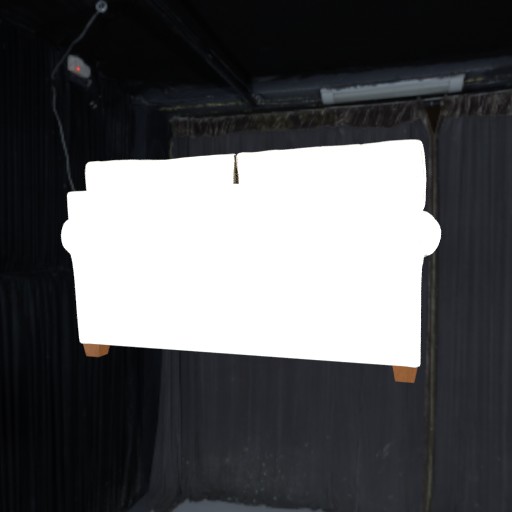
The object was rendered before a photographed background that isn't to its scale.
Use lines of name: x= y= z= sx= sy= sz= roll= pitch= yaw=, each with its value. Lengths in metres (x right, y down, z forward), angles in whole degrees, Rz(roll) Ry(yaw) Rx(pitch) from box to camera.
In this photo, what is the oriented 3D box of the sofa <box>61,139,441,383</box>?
sofa: x=0.000 y=0.000 z=2.270 sx=1.701 sy=0.966 sz=0.966 roll=0 pitch=1 yaw=17
